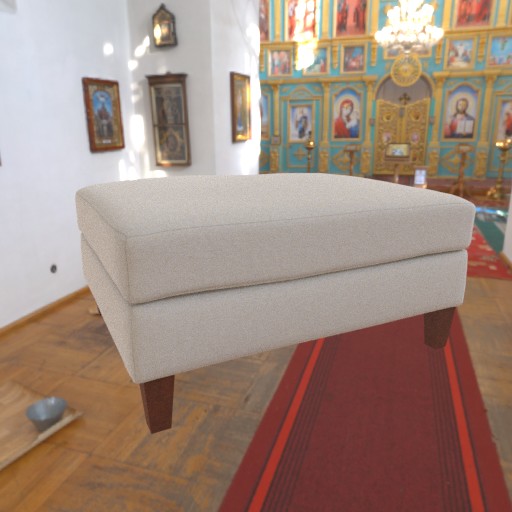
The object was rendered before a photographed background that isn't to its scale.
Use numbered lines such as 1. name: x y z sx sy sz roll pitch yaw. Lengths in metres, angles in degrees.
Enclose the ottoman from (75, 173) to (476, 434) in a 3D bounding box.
1. ottoman: 0.000 0.000 1.405 0.976 0.492 0.836 -8 17 -26
